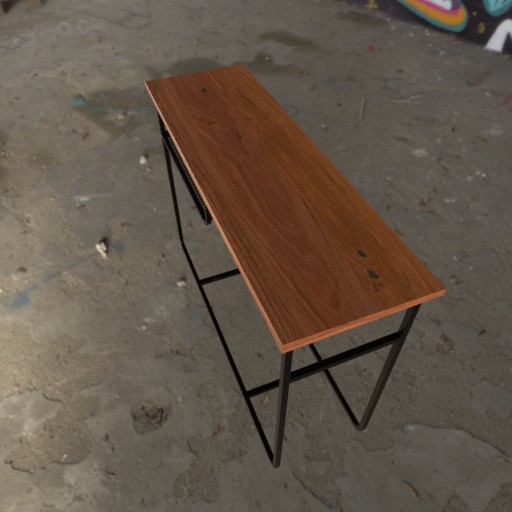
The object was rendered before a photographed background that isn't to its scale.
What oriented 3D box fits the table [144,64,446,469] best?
[{"bbox_3d":[0.000,0.000,1.438,0.350,0.750,1.100,-17,49,-15],"label":"table"}]
